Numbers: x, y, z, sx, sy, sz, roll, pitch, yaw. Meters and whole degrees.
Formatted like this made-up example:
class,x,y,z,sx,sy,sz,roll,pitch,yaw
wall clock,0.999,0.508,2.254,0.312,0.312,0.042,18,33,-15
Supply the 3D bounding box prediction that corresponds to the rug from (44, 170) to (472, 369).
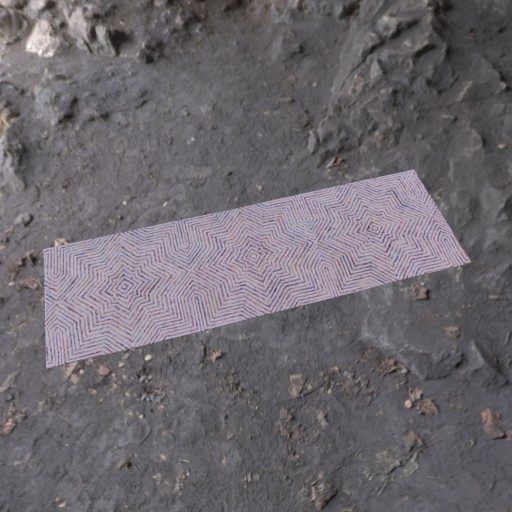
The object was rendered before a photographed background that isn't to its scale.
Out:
class,x,y,z,sx,sy,sz,roll,pitch,yaw
rug,0.000,0.000,2.644,2.443,0.009,0.771,-13,59,-8
